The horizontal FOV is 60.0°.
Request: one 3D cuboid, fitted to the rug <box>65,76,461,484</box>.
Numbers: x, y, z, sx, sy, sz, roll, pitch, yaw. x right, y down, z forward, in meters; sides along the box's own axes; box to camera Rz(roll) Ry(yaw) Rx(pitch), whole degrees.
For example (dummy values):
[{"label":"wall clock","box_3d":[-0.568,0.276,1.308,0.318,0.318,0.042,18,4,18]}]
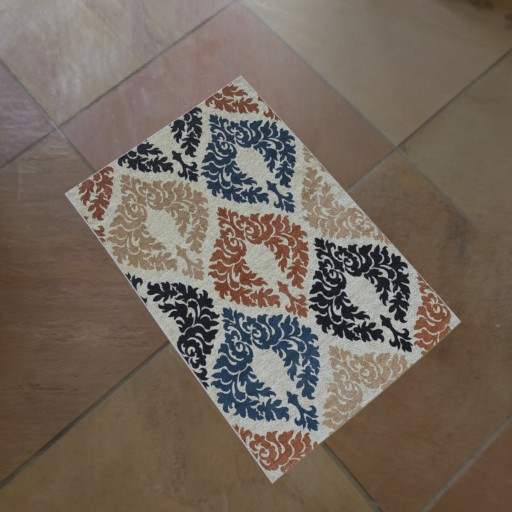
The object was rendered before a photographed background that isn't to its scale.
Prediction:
[{"label":"rug","box_3d":[0.000,0.000,2.887,1.514,0.014,2.275,-37,78,-9]}]
